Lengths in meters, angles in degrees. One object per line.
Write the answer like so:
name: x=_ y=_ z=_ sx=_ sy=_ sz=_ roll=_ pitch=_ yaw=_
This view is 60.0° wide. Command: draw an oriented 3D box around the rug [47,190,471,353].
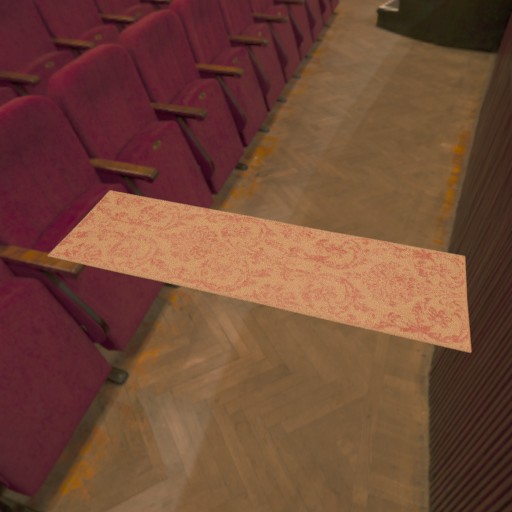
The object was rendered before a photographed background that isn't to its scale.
rug: x=0.000 y=0.000 z=2.432 sx=2.196 sy=0.011 sz=0.662 roll=12 pitch=44 yaw=12
